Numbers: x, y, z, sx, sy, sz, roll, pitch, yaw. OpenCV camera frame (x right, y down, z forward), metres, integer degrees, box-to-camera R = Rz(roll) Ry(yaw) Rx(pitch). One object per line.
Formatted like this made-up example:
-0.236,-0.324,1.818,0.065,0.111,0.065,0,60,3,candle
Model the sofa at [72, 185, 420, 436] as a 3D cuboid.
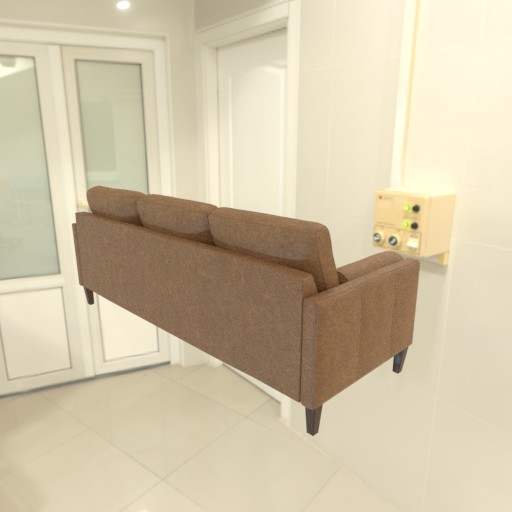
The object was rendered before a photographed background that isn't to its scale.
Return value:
0.000,0.000,2.912,1.506,0.876,2.178,-14,21,-43,sofa
